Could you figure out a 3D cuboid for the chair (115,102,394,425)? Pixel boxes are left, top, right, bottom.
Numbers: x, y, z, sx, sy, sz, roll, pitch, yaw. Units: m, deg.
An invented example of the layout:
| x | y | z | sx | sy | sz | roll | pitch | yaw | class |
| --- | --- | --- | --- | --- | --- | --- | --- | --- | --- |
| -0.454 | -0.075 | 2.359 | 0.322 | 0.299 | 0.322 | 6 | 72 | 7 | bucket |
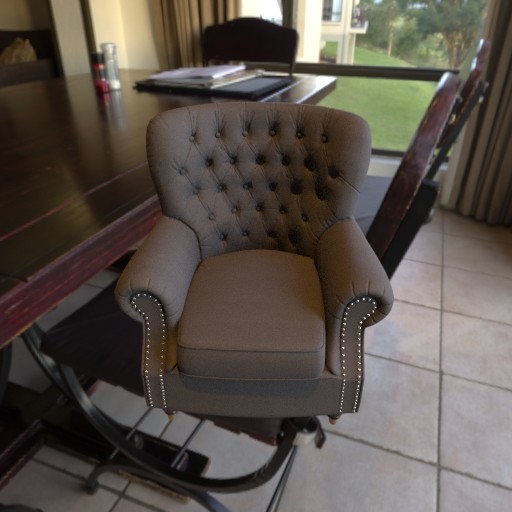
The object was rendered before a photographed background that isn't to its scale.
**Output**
| x | y | z | sx | sy | sz | roll | pitch | yaw | class |
| --- | --- | --- | --- | --- | --- | --- | --- | --- | --- |
| 0.000 | 0.000 | 1.815 | 0.983 | 1.046 | 0.983 | 1 | 30 | 2 | chair |
